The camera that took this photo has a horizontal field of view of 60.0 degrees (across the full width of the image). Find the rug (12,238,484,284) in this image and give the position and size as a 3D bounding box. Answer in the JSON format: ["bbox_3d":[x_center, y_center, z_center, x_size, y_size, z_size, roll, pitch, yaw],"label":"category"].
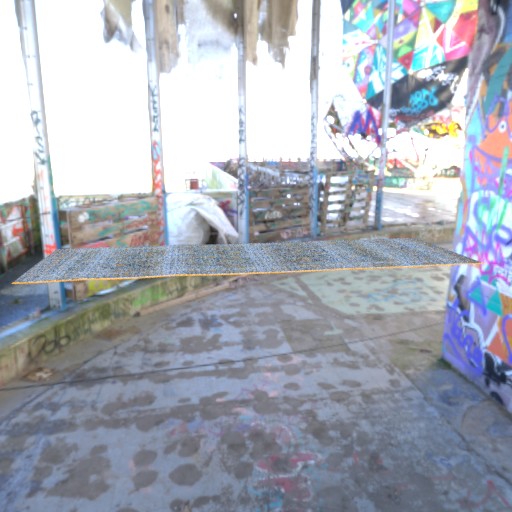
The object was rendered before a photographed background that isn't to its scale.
[{"bbox_3d":[0.000,0.000,2.463,2.294,0.014,0.704,-2,13,-9],"label":"rug"}]
